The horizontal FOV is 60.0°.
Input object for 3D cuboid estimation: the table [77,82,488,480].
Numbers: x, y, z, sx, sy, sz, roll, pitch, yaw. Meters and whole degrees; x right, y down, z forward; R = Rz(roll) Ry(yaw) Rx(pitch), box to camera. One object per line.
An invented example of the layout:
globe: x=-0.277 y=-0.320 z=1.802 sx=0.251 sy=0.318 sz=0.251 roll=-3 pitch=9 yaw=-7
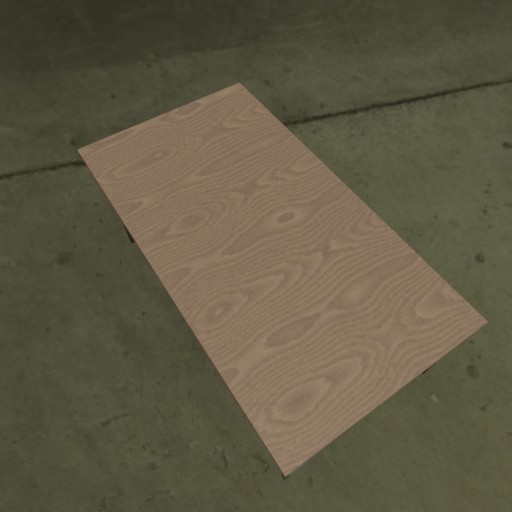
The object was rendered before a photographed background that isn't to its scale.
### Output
table: x=0.000 y=0.000 z=1.468 sx=0.651 sy=0.347 sz=1.197 roll=-29 pitch=62 yaw=-18
